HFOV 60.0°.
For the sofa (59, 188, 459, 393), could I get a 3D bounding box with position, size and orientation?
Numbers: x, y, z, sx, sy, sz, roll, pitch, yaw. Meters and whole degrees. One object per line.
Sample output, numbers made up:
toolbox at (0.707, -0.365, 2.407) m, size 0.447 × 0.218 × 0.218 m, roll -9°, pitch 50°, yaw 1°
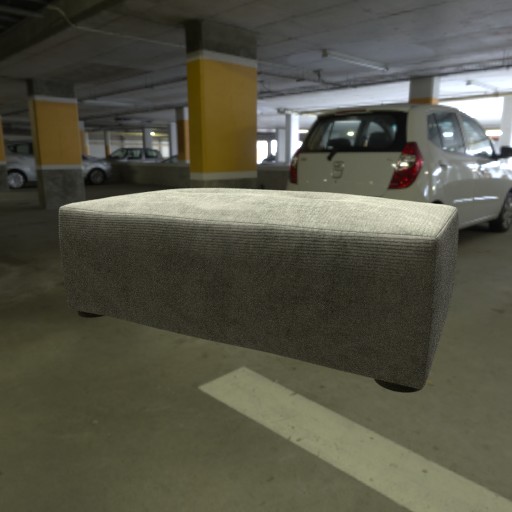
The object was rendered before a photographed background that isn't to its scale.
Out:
sofa at (0.000, 0.000, 1.152) m, size 0.930 × 0.330 × 0.480 m, roll 7°, pitch 15°, yaw 27°
